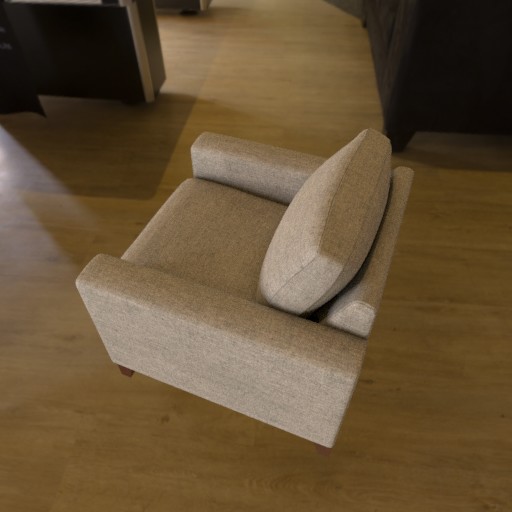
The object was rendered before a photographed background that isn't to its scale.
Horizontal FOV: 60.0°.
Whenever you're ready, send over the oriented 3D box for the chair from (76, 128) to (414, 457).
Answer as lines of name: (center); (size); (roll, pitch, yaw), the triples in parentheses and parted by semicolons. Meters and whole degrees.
chair: (0.000, 0.000, 1.861); (1.038, 1.010, 1.024); (17, 50, 14)
